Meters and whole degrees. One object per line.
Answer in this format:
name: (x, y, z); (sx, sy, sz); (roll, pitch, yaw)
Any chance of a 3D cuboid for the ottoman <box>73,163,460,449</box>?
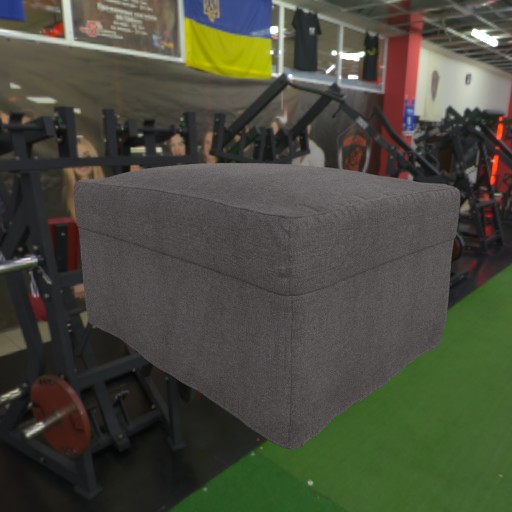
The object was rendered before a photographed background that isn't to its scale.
ottoman: (0.000, 0.000, 1.219); (0.652, 0.492, 0.833); (-14, 21, -43)
